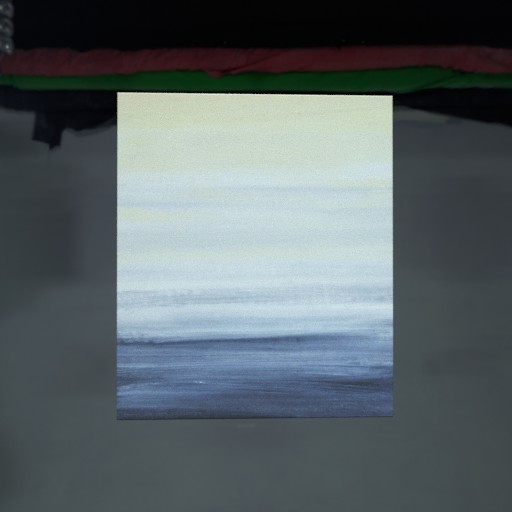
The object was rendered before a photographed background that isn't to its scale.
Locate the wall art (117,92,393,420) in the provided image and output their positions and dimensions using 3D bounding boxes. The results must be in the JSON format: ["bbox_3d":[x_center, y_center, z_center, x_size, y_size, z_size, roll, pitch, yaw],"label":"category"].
[{"bbox_3d":[0.000,0.000,0.717,0.435,0.511,0.037,0,0,-2],"label":"wall art"}]
